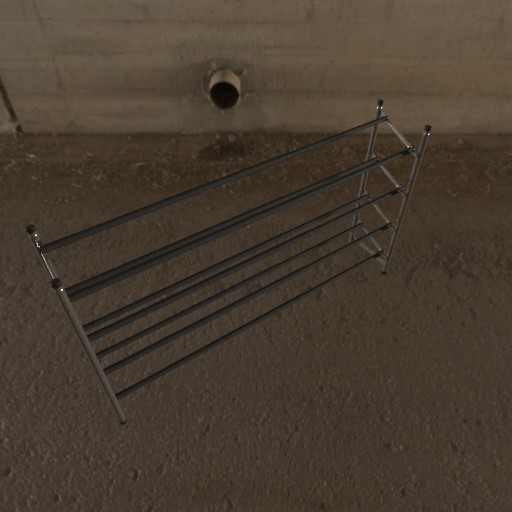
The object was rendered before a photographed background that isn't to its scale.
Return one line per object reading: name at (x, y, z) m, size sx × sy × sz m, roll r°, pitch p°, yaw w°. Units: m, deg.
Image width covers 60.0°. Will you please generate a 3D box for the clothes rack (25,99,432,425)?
clothes rack at (0.000, 0.000, 1.445) m, size 1.168 × 0.672 × 0.229 m, roll -25°, pitch 51°, yaw -23°
